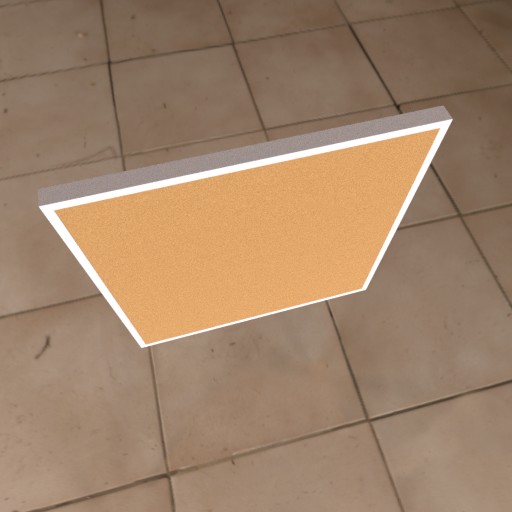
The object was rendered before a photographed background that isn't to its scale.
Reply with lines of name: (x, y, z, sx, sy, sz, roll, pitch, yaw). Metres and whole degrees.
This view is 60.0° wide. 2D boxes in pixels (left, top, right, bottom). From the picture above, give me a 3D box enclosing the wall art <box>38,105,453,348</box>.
wall art: (0.000, 0.000, 1.129, 0.762, 0.762, 0.038, -14, 62, -7)
